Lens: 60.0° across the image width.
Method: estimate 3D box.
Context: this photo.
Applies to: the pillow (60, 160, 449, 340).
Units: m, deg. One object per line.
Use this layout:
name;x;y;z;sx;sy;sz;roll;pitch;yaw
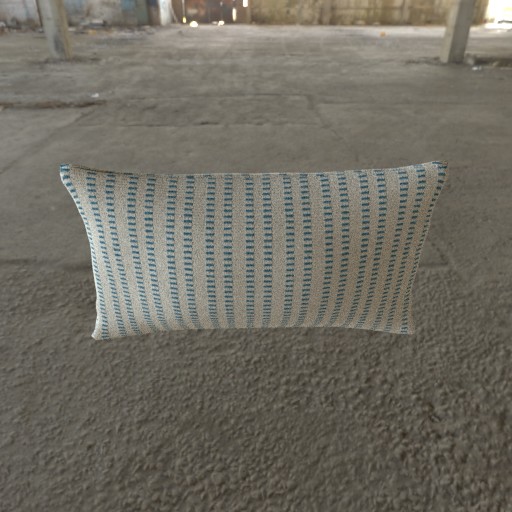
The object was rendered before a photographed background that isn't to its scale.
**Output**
pillow;0.000;0.000;0.805;0.640;0.353;0.210;-1;30;-2
